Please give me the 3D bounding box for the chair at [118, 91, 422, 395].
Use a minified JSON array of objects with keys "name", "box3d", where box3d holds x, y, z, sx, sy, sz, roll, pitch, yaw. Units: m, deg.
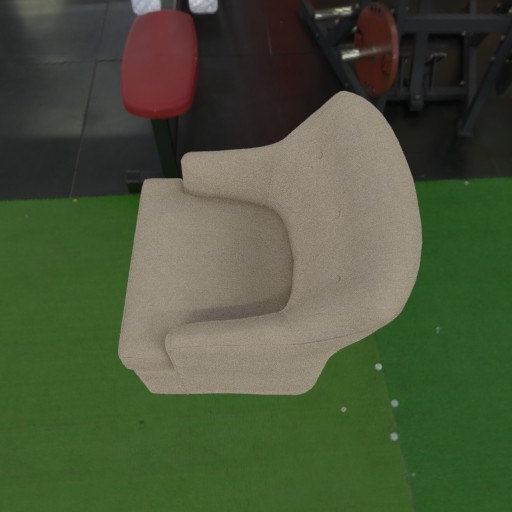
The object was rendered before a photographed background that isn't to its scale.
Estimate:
[{"name":"chair","box3d":[0.000,0.000,1.615,0.923,0.856,0.864,-1,58,-1]}]
